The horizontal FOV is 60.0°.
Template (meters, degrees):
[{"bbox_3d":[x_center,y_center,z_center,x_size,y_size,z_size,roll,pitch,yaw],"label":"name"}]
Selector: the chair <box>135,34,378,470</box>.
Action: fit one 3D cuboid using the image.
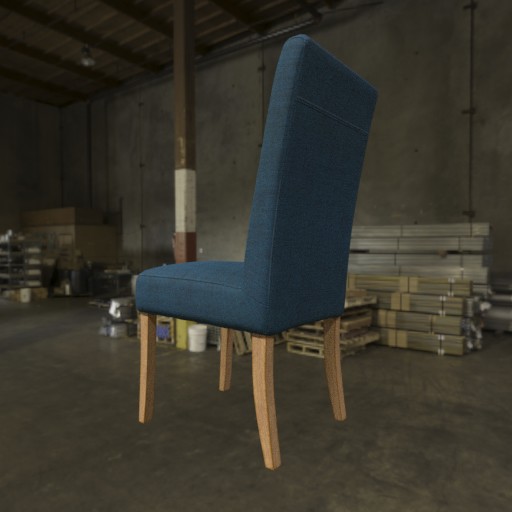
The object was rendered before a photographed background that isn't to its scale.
[{"bbox_3d":[0.000,0.000,1.349,0.610,1.029,0.450,1,1,36],"label":"chair"}]
